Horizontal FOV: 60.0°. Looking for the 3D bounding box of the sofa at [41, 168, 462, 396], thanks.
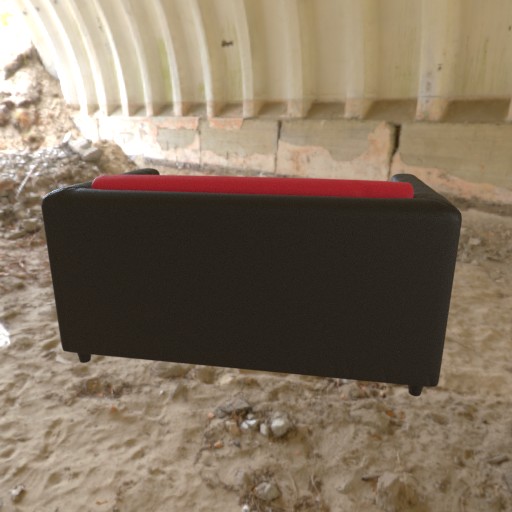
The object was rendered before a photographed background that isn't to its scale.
[{"bbox_3d":[0.000,0.000,1.919,1.410,0.735,0.845,3,18,10],"label":"sofa"}]
